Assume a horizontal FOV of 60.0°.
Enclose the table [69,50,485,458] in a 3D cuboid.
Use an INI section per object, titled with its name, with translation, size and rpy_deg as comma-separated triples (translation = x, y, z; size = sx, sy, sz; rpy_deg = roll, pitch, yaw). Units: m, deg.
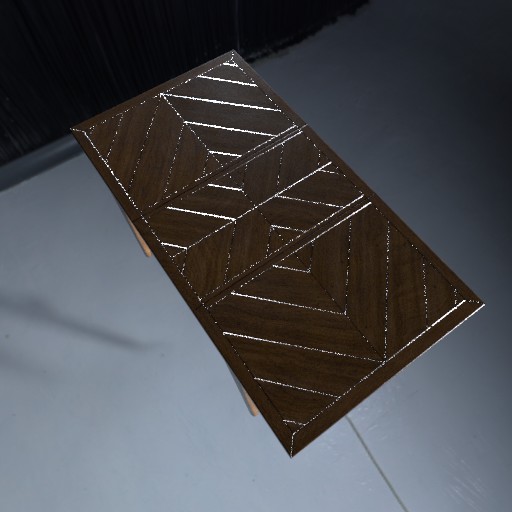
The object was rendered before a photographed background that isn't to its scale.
[table]
translation = 0.000, 0.000, 1.873
size = 0.757, 0.760, 1.400
rpy_deg = -32, 68, -15
